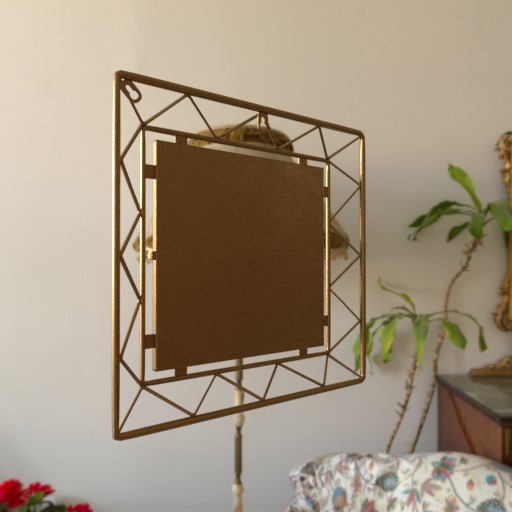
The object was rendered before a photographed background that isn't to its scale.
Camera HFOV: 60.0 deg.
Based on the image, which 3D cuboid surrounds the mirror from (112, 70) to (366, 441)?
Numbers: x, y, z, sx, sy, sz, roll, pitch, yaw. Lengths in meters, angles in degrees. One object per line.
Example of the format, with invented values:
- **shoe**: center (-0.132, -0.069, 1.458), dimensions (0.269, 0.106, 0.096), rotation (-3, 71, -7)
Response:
- **mirror**: center (0.000, 0.000, 0.625), dimensions (0.416, 0.414, 0.046), rotation (0, -1, -36)
